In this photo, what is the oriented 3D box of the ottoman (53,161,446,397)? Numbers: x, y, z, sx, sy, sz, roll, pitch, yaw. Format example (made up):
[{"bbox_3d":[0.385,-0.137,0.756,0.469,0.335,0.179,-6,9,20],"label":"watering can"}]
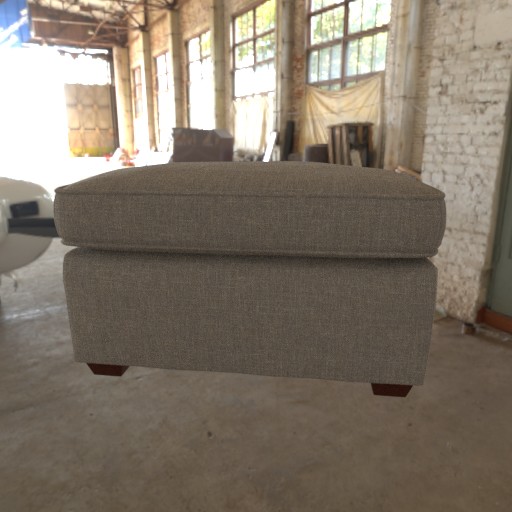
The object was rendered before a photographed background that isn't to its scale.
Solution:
[{"bbox_3d":[0.000,0.000,1.103,0.762,0.457,0.559,2,15,7],"label":"ottoman"}]
